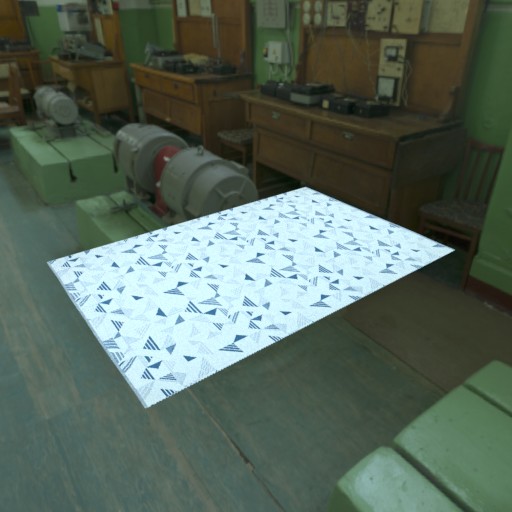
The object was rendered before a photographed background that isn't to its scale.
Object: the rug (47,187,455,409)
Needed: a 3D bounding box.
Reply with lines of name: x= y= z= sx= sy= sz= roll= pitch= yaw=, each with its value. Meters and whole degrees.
rug: x=0.000 y=0.000 z=2.369 sx=1.835 sy=0.003 sz=1.206 roll=-20 pitch=35 yaw=-32
